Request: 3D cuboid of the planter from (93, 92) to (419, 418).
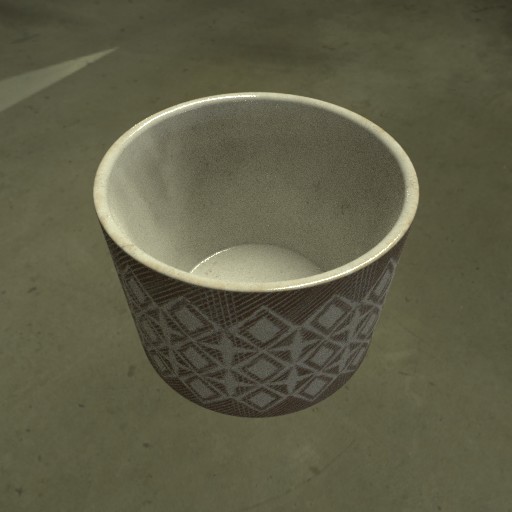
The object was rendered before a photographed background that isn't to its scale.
[{"bbox_3d":[0.000,0.000,0.215,0.126,0.104,0.126,0,47,0],"label":"planter"}]
